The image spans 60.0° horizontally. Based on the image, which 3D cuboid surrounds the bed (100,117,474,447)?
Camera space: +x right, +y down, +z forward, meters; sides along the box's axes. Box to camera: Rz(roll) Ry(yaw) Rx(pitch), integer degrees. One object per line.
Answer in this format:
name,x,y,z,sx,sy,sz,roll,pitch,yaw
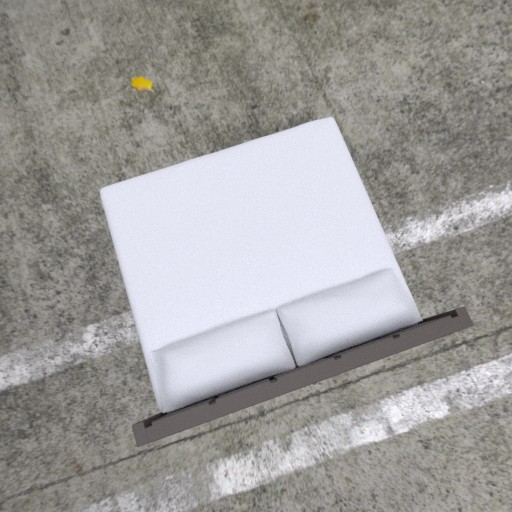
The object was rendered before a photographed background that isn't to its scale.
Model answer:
bed,0.000,0.000,3.482,2.134,1.270,2.012,-18,76,-5
